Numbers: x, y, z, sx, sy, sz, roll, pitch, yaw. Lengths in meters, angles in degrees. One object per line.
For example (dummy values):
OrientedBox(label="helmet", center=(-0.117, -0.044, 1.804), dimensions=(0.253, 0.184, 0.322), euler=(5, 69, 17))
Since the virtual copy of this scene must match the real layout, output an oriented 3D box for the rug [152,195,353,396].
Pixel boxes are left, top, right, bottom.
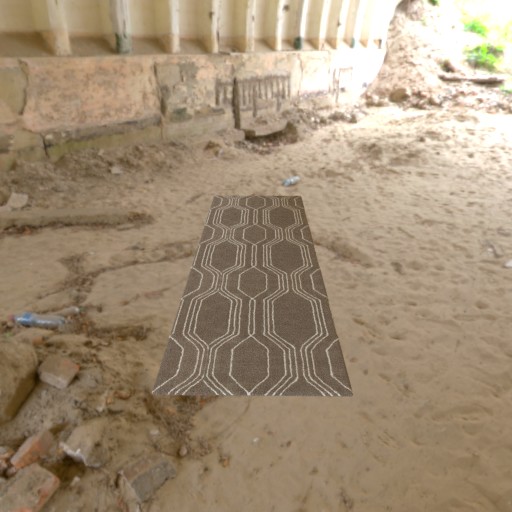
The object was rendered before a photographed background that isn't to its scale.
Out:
OrientedBox(label="rug", center=(0.000, 0.000, 2.805), dimensions=(0.773, 0.012, 2.464), euler=(0, 25, 1))
